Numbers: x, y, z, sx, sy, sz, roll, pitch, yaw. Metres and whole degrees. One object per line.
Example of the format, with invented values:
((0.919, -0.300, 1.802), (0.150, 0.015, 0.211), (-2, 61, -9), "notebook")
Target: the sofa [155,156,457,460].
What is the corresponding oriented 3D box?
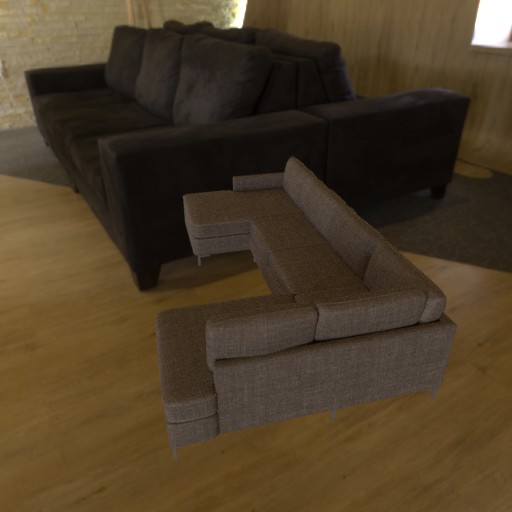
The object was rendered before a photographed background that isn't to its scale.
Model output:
((0.000, 0.000, 4.373), (2.048, 0.999, 3.423), (-7, 31, -12), "sofa")
